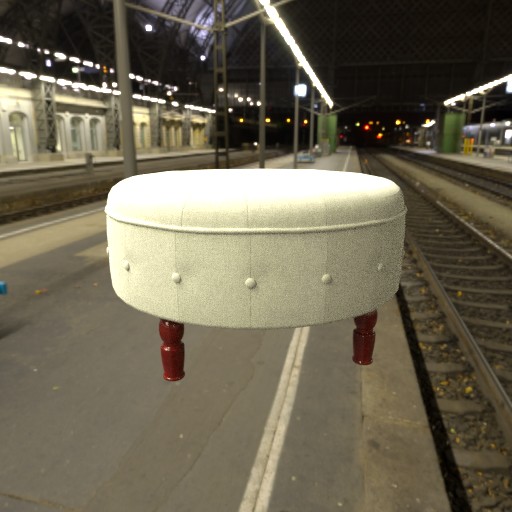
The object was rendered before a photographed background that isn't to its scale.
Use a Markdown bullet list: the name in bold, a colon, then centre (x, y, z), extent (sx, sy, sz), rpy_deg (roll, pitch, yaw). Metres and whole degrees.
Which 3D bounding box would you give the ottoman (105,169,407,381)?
- **ottoman**: centre (0.000, 0.000, 1.352), extent (0.850, 0.483, 0.850), rpy_deg (0, 15, 0)
